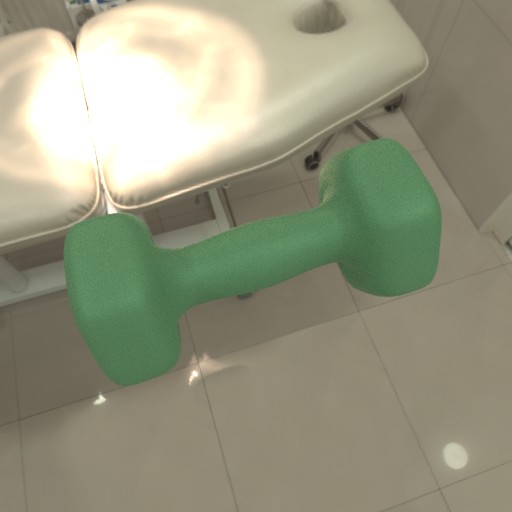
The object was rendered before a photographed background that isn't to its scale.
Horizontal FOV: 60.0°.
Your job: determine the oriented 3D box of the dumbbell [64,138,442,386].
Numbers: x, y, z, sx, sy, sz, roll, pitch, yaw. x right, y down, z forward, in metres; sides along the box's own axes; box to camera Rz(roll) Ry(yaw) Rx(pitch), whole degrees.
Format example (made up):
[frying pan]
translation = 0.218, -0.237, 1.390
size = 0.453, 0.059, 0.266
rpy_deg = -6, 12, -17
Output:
[dumbbell]
translation = 0.000, 0.000, 0.333
size = 0.260, 0.117, 0.129
rpy_deg = -16, 64, -8
